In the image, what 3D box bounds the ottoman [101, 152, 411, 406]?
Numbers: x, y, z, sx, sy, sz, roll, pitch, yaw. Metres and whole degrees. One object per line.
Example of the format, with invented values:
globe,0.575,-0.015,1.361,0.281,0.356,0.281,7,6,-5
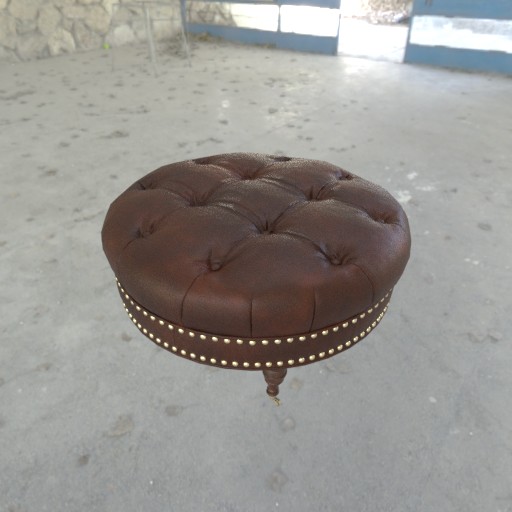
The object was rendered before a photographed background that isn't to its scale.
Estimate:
ottoman,0.000,0.000,1.400,0.901,0.455,0.901,0,33,0
